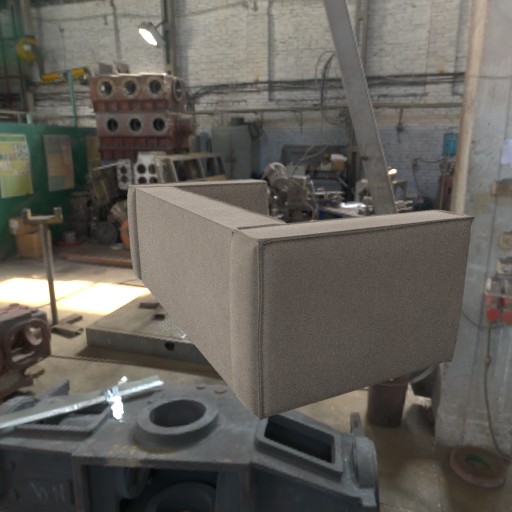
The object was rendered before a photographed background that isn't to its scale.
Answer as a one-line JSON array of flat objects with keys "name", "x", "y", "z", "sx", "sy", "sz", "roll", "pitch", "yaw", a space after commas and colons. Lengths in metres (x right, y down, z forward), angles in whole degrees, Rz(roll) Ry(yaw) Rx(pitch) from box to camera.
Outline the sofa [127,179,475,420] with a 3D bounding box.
[{"name": "sofa", "x": 0.000, "y": 0.000, "z": 2.482, "sx": 1.038, "sy": 0.680, "sz": 1.995, "roll": -7, "pitch": 16, "yaw": -26}]
